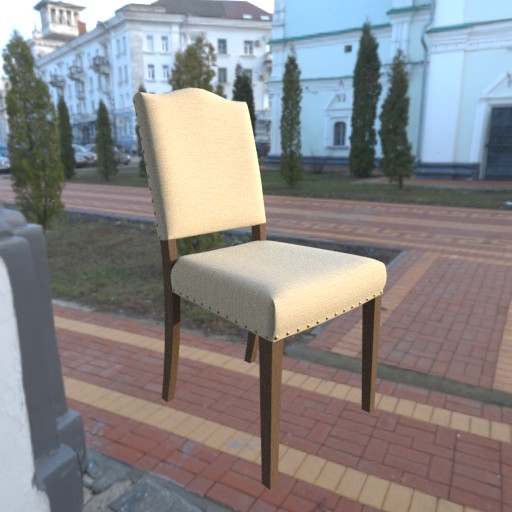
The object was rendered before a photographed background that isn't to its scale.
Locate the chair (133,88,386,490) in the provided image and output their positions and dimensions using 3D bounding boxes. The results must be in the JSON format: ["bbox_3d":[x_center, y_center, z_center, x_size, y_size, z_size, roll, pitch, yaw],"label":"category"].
[{"bbox_3d":[0.000,0.000,1.359,0.508,1.015,0.619,-14,19,-43],"label":"chair"}]
